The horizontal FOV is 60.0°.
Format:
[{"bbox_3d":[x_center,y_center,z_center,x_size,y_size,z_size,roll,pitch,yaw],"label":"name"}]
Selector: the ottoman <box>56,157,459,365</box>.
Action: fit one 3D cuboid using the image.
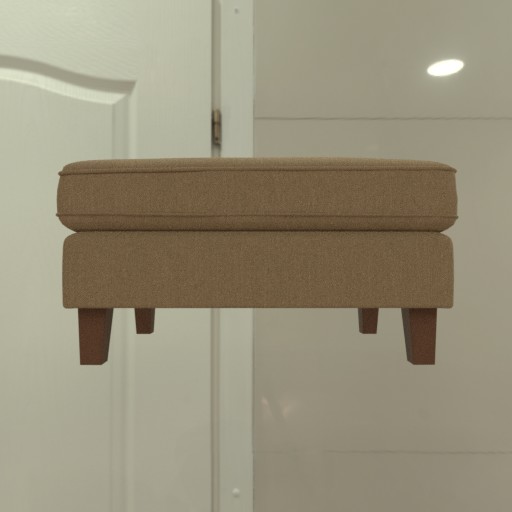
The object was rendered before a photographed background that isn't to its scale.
[{"bbox_3d":[0.000,0.000,1.301,0.945,0.521,0.636,0,-2,0],"label":"ottoman"}]
